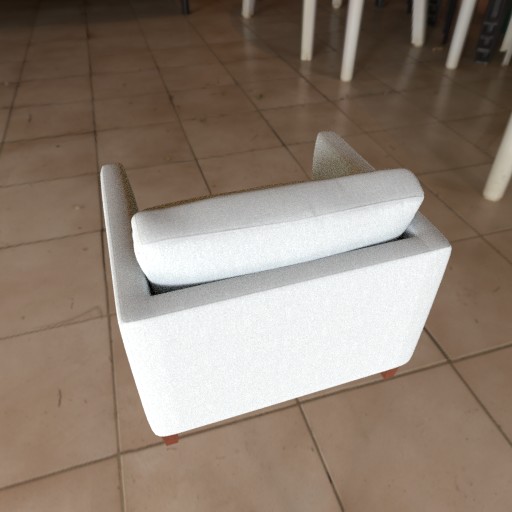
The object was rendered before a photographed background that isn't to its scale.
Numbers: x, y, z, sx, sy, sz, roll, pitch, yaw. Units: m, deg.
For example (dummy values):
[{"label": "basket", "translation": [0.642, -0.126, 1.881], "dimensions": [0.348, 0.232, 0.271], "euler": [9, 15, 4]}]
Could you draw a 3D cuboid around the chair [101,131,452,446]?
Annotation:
[{"label": "chair", "translation": [0.000, 0.000, 1.833], "dimensions": [1.107, 0.961, 0.953], "euler": [-12, 42, -14]}]
